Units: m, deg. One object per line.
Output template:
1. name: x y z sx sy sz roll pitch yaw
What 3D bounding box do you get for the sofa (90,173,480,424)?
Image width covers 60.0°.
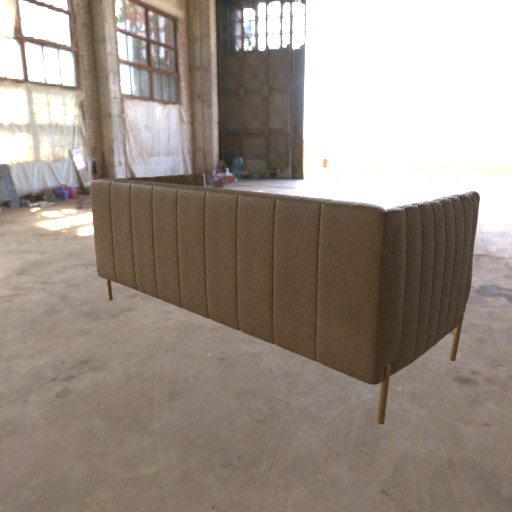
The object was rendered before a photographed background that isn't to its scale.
1. sofa: 0.000 0.000 2.370 1.980 0.779 0.876 13 19 42
